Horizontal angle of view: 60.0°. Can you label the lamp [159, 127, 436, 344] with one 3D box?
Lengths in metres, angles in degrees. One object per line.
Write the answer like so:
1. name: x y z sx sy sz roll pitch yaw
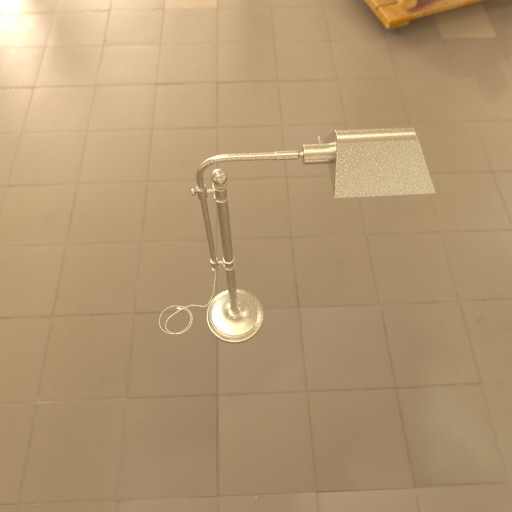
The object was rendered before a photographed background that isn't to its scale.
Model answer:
1. lamp: 0.000 0.000 0.945 0.546 0.708 0.159 -2 62 -1
